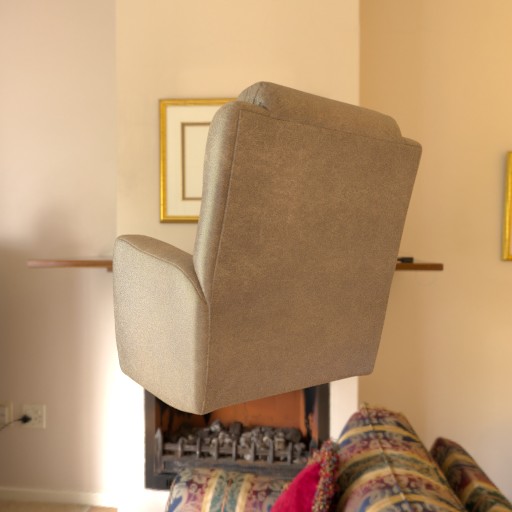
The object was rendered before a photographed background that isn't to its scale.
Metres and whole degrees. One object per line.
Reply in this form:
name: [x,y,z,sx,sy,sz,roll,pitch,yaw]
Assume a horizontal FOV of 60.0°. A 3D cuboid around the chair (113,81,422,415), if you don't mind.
chair: [0.000,0.000,1.915,0.965,1.116,1.068,-1,1,-34]
